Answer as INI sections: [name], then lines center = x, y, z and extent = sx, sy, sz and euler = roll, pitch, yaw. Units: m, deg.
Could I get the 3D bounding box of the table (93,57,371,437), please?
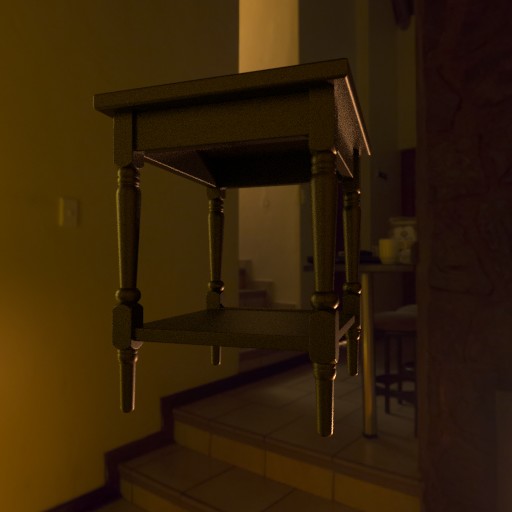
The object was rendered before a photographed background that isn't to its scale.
[table]
center = 0.000, 0.000, 0.934
extent = 0.442, 0.565, 0.488
euler = 0, -1, 18
